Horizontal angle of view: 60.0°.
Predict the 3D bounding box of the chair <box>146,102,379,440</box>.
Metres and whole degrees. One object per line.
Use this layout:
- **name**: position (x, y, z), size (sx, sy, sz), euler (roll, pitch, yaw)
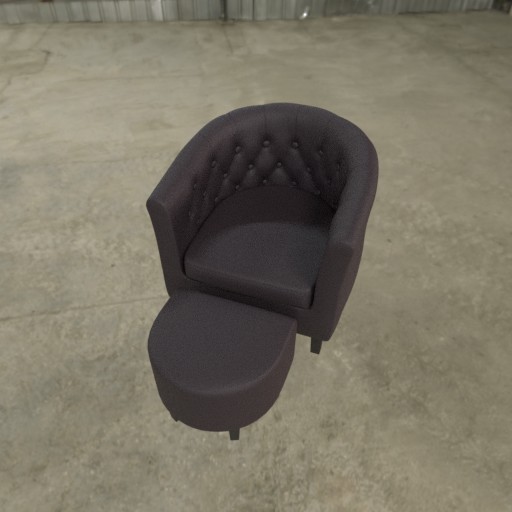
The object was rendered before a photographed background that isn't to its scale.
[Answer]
- **chair**: position (0.000, 0.000, 1.693), size (0.763, 0.760, 1.191), euler (14, 43, 15)
